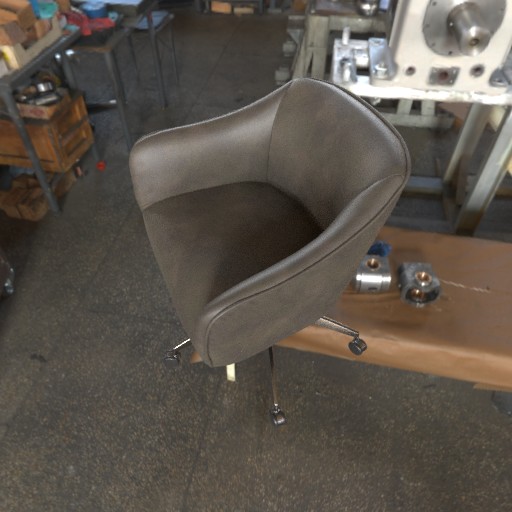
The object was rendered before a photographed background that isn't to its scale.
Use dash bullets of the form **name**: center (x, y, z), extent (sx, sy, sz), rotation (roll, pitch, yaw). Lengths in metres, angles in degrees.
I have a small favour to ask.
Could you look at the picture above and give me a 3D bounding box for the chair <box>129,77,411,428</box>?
- **chair**: center (0.000, 0.000, 1.326), extent (0.689, 0.827, 0.713), rotation (-18, 49, -16)
